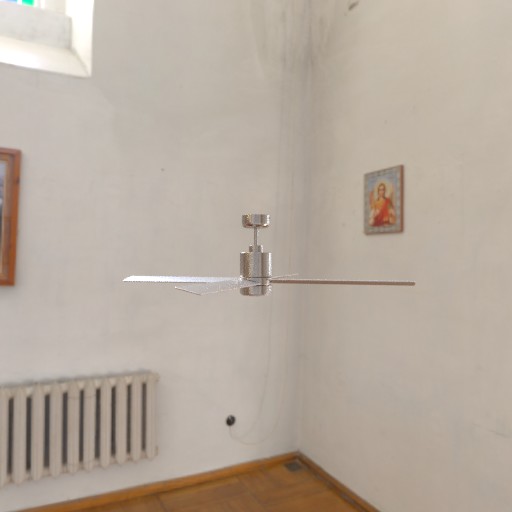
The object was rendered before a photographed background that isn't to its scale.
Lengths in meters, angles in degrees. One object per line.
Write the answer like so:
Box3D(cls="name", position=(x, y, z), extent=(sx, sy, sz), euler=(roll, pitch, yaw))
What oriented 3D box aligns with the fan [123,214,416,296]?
Box3D(cls="fan", position=(0.000, 0.000, 1.949), extent=(1.322, 0.355, 1.322), euler=(0, 0, 18))
